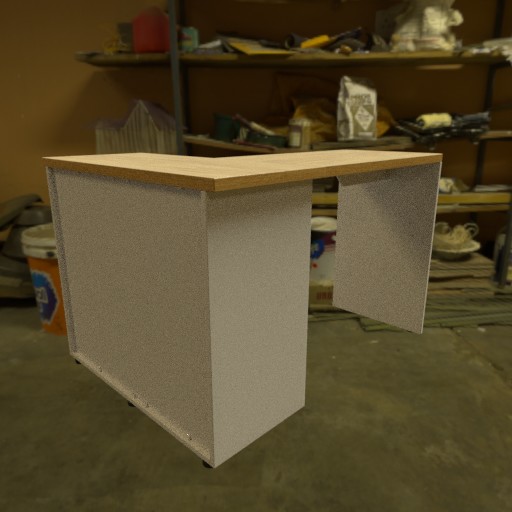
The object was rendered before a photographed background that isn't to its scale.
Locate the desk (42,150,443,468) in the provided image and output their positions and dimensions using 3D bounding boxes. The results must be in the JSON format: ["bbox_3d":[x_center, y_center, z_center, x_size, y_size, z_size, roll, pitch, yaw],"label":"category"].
[{"bbox_3d":[0.000,0.000,1.716,0.900,0.760,1.170,15,22,42],"label":"desk"}]
